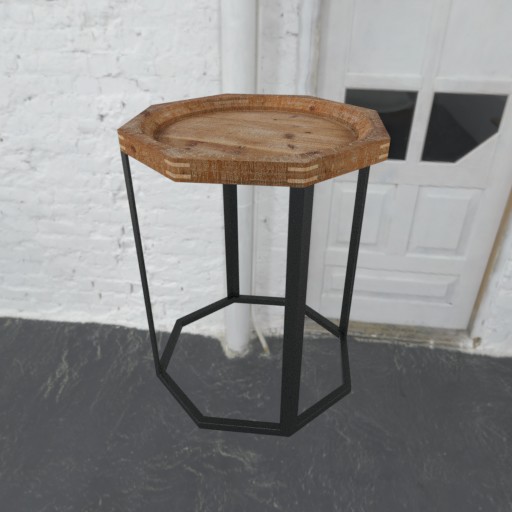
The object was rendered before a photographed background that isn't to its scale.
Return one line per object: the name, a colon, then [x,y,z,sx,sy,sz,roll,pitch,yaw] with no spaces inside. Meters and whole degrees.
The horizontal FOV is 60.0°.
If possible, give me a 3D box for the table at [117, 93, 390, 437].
table: [0.000,0.000,0.895,0.458,0.543,0.458,-9,32,-14]
